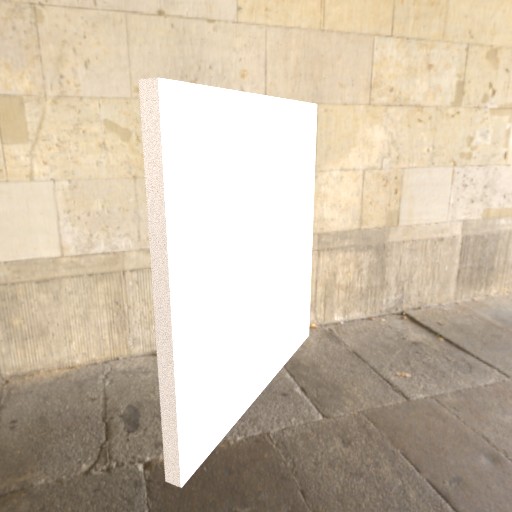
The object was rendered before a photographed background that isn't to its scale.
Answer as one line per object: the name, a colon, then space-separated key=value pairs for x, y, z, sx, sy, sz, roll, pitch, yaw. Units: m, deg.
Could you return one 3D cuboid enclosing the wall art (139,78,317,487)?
wall art: x=0.000 y=0.000 z=0.820 sx=0.028 sy=0.559 sz=0.559 roll=7 pitch=17 yaw=25
